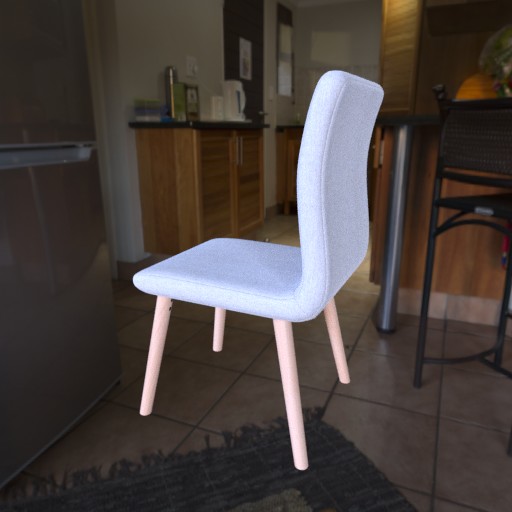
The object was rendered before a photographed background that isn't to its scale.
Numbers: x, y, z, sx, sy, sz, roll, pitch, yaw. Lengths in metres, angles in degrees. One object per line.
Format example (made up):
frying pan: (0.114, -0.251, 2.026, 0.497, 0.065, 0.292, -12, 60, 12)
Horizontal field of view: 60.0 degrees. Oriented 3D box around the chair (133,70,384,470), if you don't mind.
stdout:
chair: (0.000, 0.000, 1.204, 0.550, 0.885, 0.435, 8, 19, 24)
